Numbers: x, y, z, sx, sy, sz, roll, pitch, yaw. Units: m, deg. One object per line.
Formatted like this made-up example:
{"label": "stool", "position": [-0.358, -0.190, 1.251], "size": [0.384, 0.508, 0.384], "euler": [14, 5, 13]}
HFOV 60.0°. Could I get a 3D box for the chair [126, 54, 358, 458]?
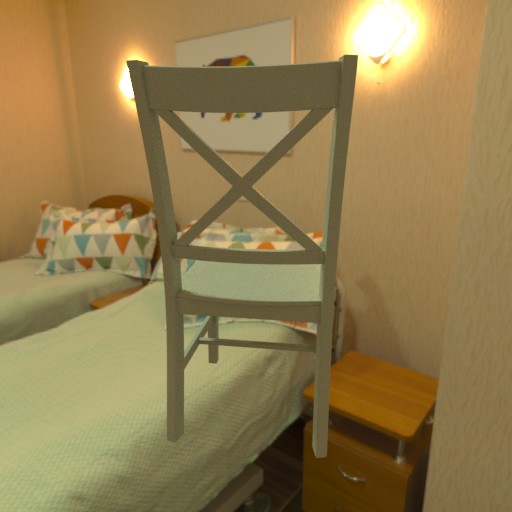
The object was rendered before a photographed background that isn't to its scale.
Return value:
{"label": "chair", "position": [0.000, 0.000, 1.277], "size": [0.485, 0.983, 0.542], "euler": [2, 16, 8]}
